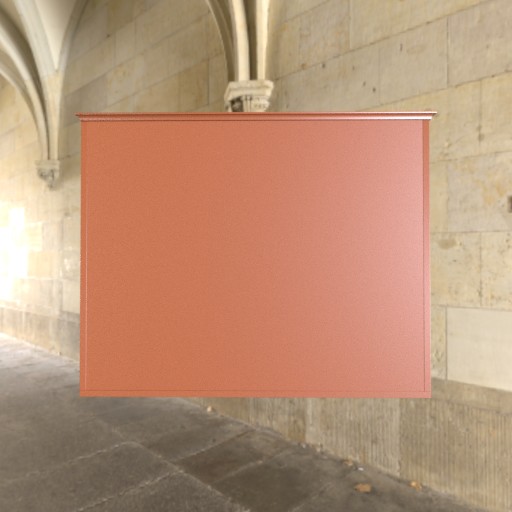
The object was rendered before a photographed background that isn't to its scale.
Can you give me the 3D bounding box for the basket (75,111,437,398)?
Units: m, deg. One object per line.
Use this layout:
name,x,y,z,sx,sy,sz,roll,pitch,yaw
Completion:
basket,0.000,0.000,1.153,0.792,0.625,0.376,0,-1,1
